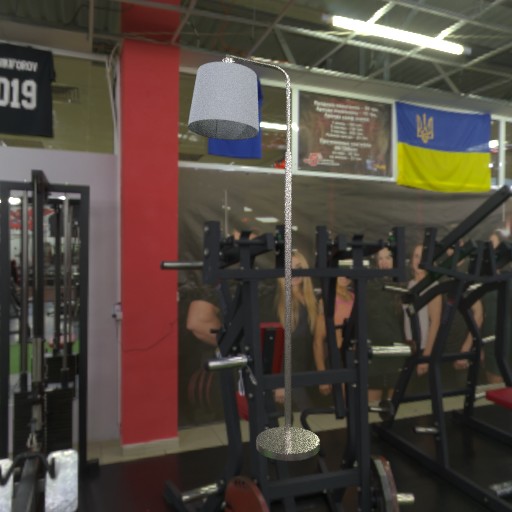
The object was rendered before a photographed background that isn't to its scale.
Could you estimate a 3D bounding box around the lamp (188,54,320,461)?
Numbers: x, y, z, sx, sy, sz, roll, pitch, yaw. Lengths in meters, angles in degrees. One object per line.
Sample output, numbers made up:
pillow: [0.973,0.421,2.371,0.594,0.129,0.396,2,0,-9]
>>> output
lamp: [0.000,0.000,1.668,0.508,1.478,0.254,0,1,-19]
